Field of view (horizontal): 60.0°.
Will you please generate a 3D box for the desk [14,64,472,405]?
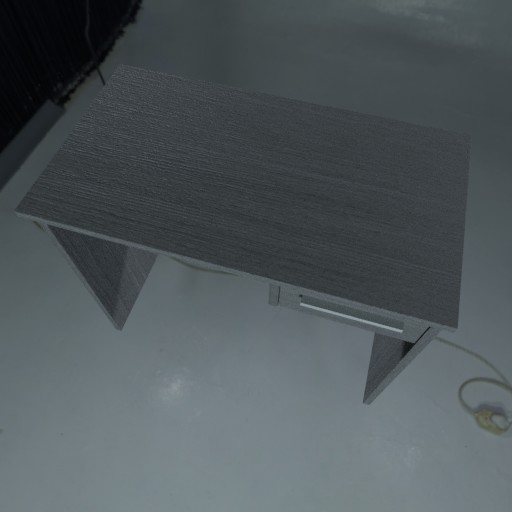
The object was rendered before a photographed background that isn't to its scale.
[{"bbox_3d":[0.000,0.000,1.280,0.893,0.724,0.498,15,60,9],"label":"desk"}]
